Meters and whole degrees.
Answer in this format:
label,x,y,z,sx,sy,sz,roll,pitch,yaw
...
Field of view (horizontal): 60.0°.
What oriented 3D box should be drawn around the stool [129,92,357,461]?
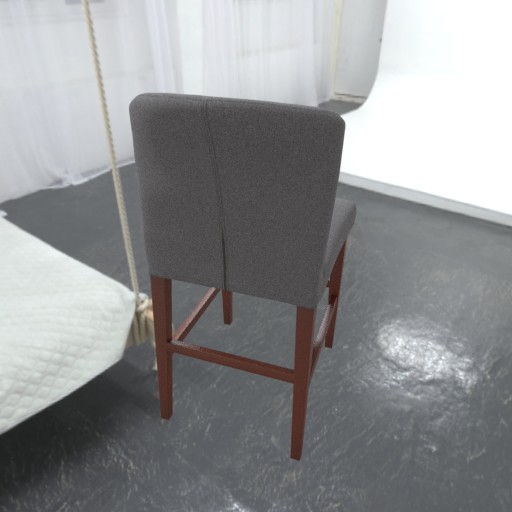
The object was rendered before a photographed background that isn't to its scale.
label,x,y,z,sx,sy,sz,roll,pitch,yaw
stool,0.000,0.000,1.270,0.481,0.968,0.568,10,32,17
